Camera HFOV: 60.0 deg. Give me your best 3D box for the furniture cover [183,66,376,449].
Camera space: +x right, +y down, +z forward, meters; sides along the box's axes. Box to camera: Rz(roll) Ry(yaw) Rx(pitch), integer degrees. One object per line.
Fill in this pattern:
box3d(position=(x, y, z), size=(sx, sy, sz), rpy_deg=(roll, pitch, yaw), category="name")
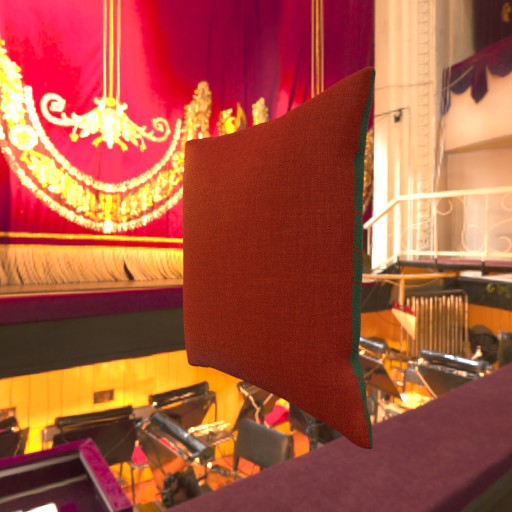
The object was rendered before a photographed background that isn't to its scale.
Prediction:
box3d(position=(0.000, 0.000, 0.791), size=(0.158, 0.508, 0.517), rpy_deg=(-1, 2, -36), category="furniture cover")
